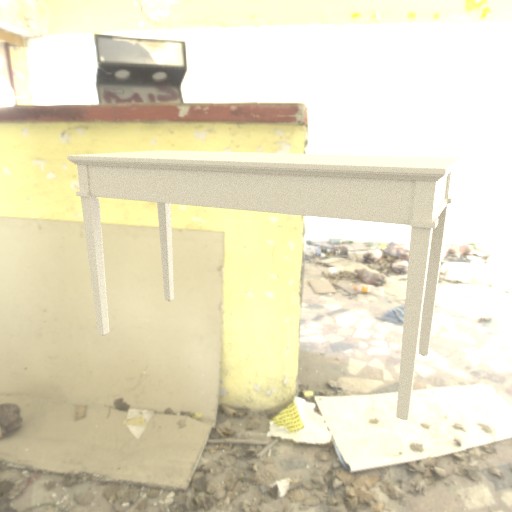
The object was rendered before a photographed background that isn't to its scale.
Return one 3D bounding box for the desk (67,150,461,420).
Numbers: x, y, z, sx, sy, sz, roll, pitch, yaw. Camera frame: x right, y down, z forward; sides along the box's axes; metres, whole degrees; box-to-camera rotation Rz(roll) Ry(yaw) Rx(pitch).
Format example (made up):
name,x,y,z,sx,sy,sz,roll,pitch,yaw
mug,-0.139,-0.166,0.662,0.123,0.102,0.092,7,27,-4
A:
name,x,y,z,sx,sy,sz,roll,pitch,yaw
desk,0.000,0.000,1.765,1.372,0.774,0.559,8,18,27
